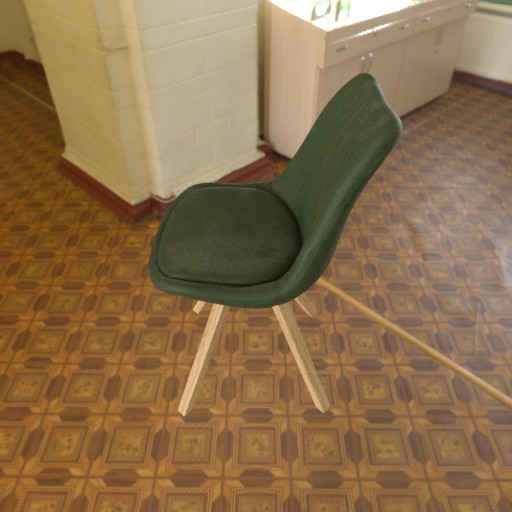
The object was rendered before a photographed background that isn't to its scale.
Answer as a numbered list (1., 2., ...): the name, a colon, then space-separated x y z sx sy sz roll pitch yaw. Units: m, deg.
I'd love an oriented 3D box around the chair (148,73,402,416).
1. chair: 0.000 0.000 1.180 0.547 0.865 0.483 0 40 0
